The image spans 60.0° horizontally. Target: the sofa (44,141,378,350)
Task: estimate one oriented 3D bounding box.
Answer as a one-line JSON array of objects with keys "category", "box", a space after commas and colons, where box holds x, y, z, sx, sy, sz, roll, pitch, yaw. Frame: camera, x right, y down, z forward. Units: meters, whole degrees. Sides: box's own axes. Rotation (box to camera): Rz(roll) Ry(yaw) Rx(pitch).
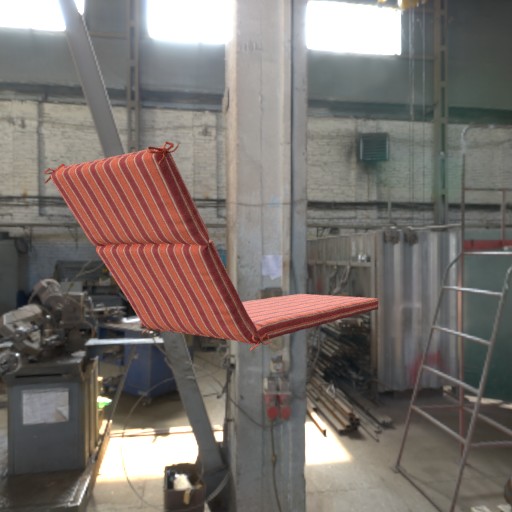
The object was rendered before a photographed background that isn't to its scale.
[{"category": "sofa", "box": [0.000, 0.000, 1.957, 0.582, 0.622, 1.663, 0, 0, 35]}]
